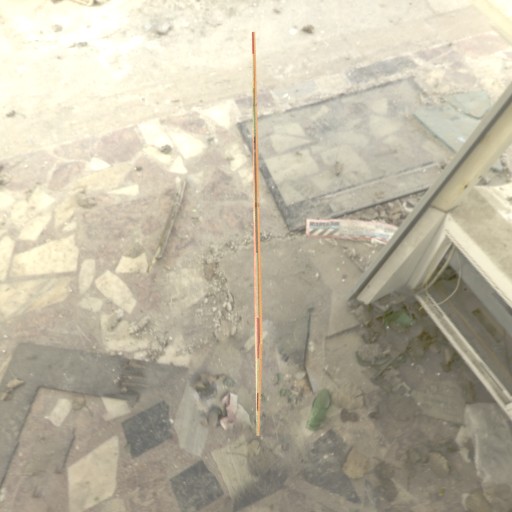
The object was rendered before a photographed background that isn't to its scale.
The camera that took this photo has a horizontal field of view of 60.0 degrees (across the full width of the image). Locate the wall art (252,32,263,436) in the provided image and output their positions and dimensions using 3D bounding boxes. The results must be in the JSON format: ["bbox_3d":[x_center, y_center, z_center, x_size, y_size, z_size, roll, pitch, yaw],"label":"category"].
[{"bbox_3d":[0.000,0.000,1.858,0.013,1.220,1.216,-1,59,0],"label":"wall art"}]
